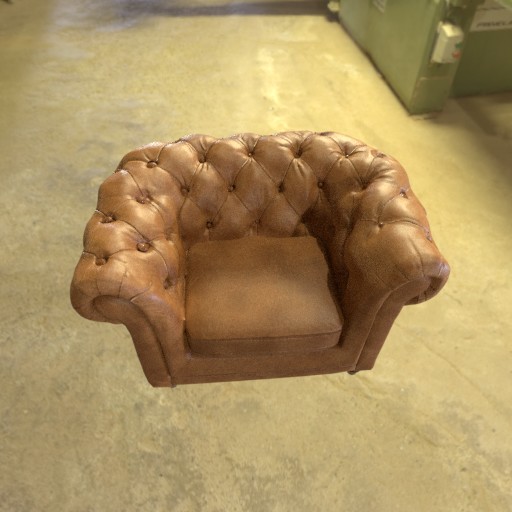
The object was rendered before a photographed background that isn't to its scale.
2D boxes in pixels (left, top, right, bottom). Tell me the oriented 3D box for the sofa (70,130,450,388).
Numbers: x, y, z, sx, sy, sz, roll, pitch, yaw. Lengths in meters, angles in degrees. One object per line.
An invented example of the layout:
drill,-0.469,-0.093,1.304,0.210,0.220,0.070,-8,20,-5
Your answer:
sofa,0.000,0.000,2.128,1.405,0.878,1.033,-3,47,-3
